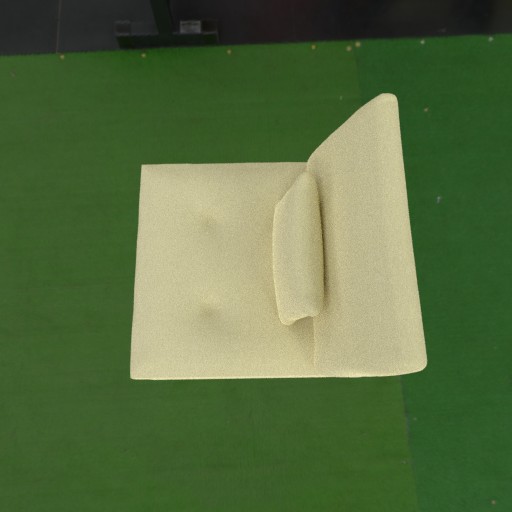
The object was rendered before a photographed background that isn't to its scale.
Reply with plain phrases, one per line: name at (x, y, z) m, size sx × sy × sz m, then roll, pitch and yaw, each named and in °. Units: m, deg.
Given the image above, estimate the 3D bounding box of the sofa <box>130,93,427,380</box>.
sofa at (0.000, 0.000, 1.741) m, size 1.000 × 0.820 × 0.930 m, roll -1°, pitch 75°, yaw 0°
